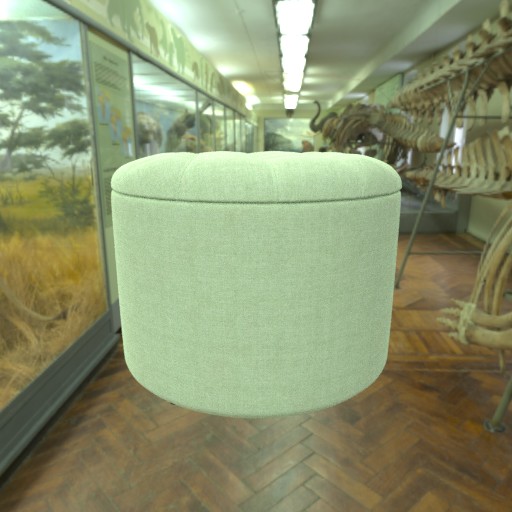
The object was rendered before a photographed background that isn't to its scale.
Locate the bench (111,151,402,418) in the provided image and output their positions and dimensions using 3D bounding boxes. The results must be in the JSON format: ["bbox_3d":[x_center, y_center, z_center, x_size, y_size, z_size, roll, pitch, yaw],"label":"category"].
[{"bbox_3d":[0.000,0.000,0.995,0.600,0.453,0.600,0,15,0],"label":"bench"}]
